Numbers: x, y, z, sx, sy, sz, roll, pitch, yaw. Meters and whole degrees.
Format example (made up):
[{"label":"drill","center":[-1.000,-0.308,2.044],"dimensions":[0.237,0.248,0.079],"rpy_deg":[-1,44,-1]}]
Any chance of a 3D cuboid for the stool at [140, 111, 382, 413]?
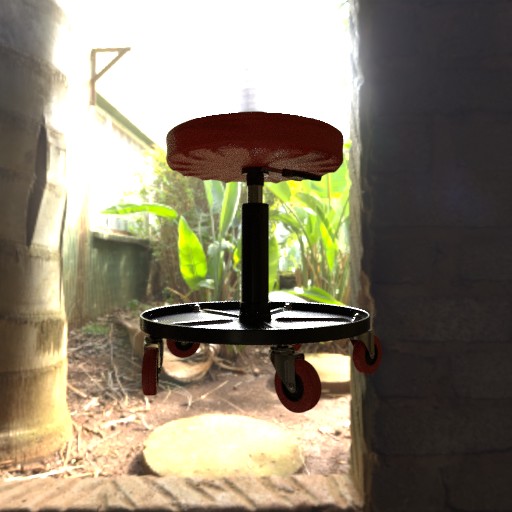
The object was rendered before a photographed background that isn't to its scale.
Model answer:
[{"label":"stool","center":[0.000,0.000,0.681],"dimensions":[0.381,0.365,0.382],"rpy_deg":[0,0,-36]}]
